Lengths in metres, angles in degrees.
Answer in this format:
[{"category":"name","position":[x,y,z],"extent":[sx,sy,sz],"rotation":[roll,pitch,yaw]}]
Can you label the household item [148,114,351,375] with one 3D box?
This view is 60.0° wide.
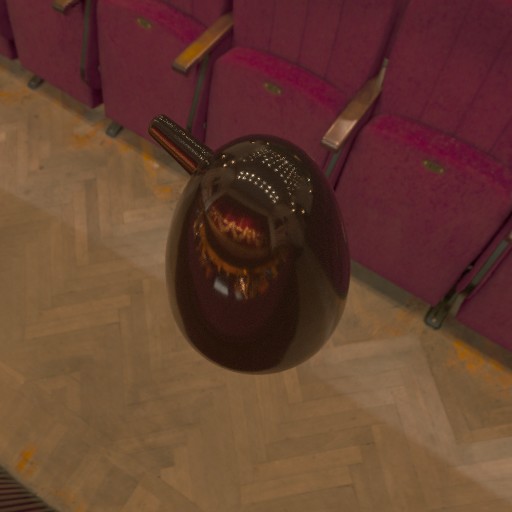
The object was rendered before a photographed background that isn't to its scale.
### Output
[{"category":"household item","position":[0.000,0.000,0.225],"extent":[0.104,0.152,0.102],"rotation":[32,68,15]}]
